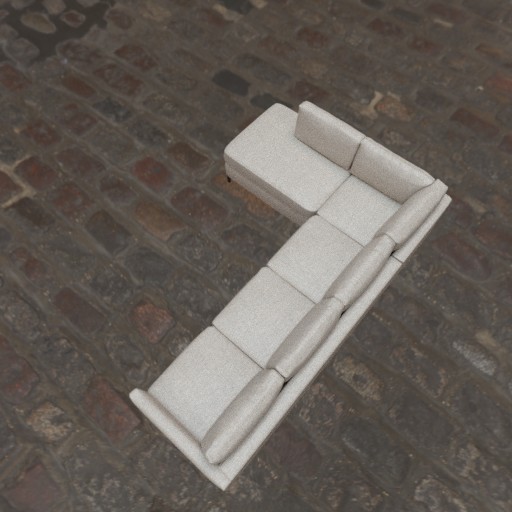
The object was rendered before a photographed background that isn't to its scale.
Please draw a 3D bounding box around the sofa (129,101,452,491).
[{"bbox_3d":[0.000,0.000,3.062,1.617,0.703,2.423,37,68,17],"label":"sofa"}]
